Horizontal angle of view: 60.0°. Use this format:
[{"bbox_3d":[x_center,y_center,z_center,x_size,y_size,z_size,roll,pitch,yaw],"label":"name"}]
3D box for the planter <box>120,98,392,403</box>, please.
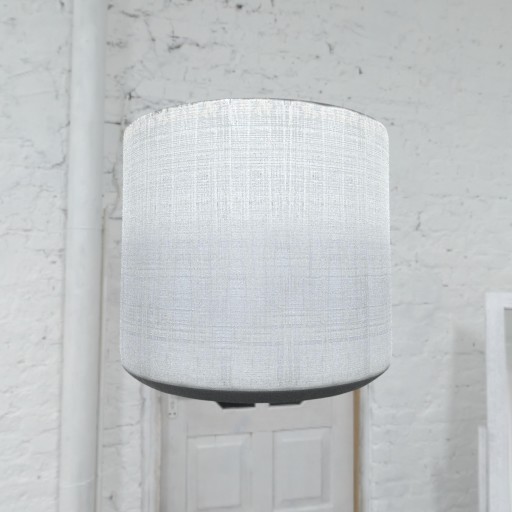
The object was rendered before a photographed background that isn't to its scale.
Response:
[{"bbox_3d":[0.000,0.000,0.433,0.254,0.221,0.254,0,-1,0],"label":"planter"}]
